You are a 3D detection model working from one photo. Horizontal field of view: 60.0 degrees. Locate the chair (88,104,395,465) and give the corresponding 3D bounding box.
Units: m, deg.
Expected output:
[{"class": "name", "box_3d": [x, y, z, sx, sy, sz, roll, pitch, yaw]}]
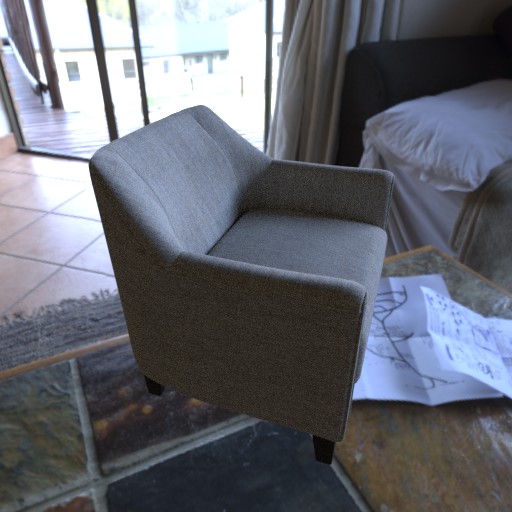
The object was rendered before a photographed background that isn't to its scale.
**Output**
[{"class": "chair", "box_3d": [0.000, 0.000, 1.394, 0.758, 0.761, 0.796, 10, 33, 17]}]
